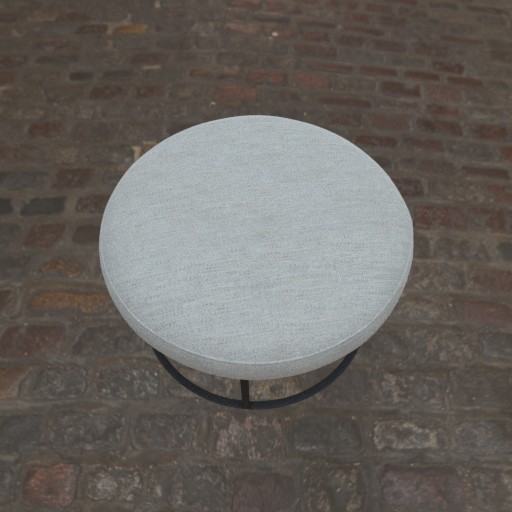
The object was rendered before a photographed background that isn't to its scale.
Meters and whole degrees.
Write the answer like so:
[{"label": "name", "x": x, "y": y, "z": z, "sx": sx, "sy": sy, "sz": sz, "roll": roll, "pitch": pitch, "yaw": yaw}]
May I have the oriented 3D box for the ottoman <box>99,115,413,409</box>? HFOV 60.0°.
[{"label": "ottoman", "x": 0.000, "y": 0.000, "z": 1.222, "sx": 0.769, "sy": 0.459, "sz": 0.769, "roll": 0, "pitch": 56, "yaw": 0}]
